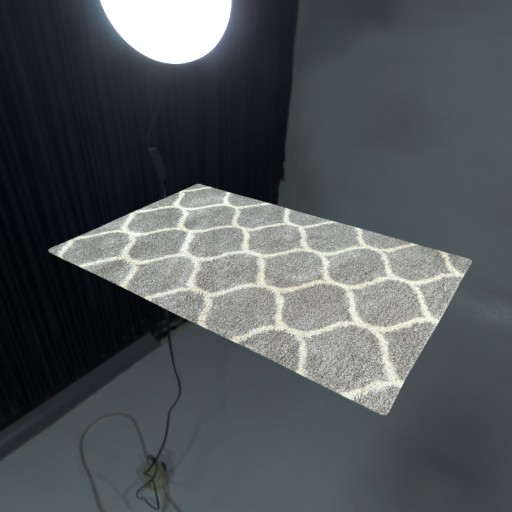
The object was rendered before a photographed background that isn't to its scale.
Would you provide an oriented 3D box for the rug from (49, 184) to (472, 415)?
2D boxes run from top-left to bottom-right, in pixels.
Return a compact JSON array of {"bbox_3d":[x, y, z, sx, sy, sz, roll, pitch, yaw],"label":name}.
[{"bbox_3d":[0.000,0.000,2.901,2.348,0.025,1.501,20,35,30],"label":"rug"}]
